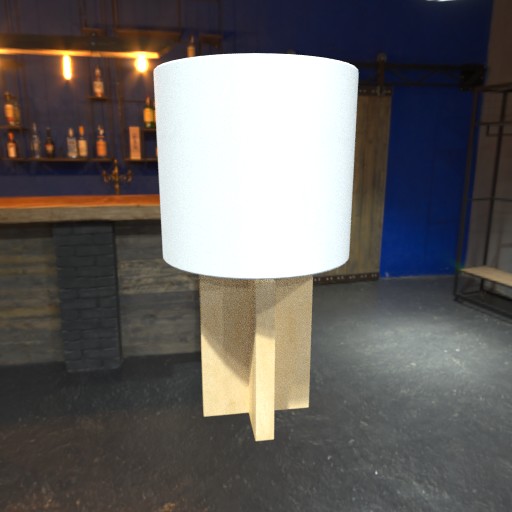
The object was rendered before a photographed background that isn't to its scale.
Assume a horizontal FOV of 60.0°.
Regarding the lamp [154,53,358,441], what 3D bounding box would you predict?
[{"bbox_3d":[0.000,0.000,0.556,0.229,0.428,0.229,-2,14,-8],"label":"lamp"}]
